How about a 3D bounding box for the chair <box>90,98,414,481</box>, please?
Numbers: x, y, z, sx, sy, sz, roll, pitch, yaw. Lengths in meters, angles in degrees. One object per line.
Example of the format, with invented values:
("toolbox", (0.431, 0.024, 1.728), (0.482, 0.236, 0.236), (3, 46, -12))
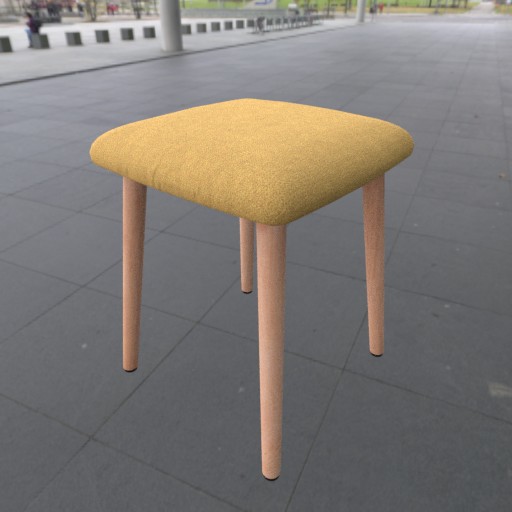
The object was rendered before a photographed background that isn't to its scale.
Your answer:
("chair", (0.000, 0.000, 0.707), (0.350, 0.440, 0.350), (23, 37, 34))
